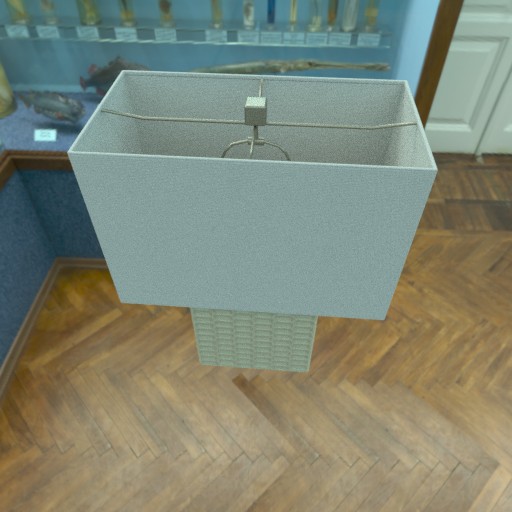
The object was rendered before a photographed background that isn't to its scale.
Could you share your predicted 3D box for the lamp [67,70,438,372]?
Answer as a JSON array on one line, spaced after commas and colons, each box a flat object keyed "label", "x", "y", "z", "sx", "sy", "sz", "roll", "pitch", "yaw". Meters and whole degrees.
[{"label": "lamp", "x": 0.000, "y": 0.000, "z": 0.697, "sx": 0.380, "sy": 0.515, "sz": 0.200, "roll": 3, "pitch": 46, "yaw": 3}]
